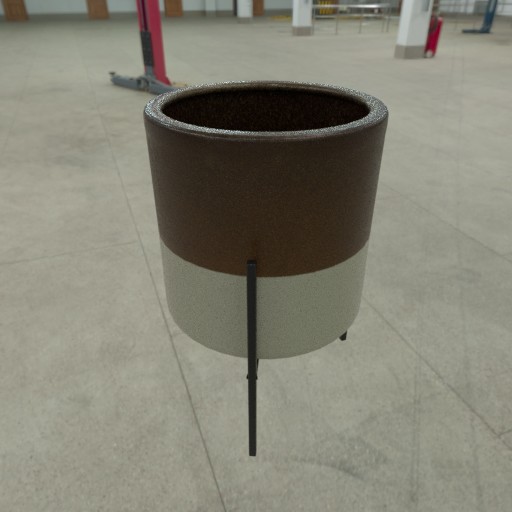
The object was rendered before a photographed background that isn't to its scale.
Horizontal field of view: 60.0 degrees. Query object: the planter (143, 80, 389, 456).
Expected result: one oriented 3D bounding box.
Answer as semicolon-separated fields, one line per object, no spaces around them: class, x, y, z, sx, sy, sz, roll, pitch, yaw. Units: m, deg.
planter;0.000;0.000;0.555;0.269;0.375;0.255;19;36;28
